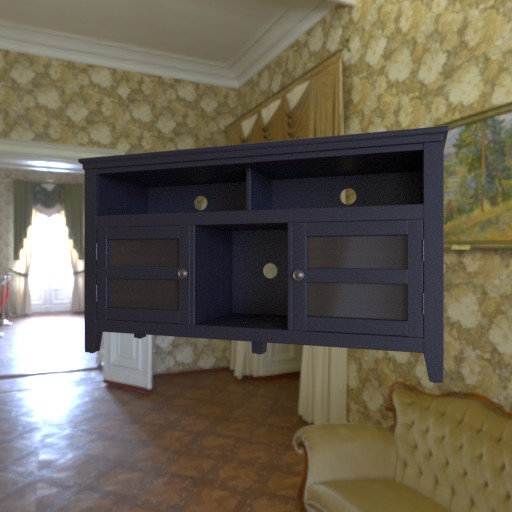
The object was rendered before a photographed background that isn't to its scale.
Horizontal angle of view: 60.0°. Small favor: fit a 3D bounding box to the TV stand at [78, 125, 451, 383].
[{"bbox_3d":[0.000,0.000,1.512,1.198,0.681,0.347,0,0,19],"label":"TV stand"}]
